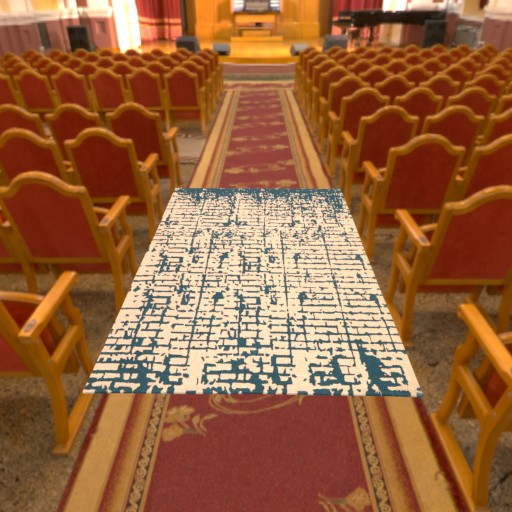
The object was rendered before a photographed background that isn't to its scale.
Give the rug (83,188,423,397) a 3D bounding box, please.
[{"bbox_3d":[0.000,0.000,3.017,1.517,0.011,2.435,0,30,1],"label":"rug"}]
